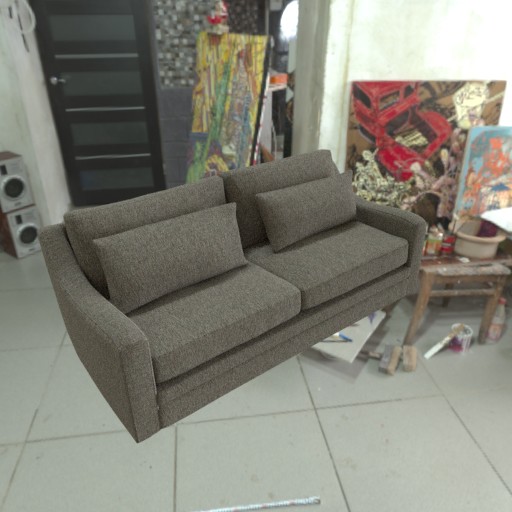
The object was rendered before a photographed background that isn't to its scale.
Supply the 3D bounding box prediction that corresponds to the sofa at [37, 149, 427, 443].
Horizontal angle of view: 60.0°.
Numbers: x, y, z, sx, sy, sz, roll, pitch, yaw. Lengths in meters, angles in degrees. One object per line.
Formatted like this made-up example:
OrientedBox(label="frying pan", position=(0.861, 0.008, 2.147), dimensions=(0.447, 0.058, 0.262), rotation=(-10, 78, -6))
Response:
OrientedBox(label="sofa", position=(0.000, 0.000, 3.003), dimensions=(2.418, 0.998, 1.103), rotation=(-20, 34, -32))
